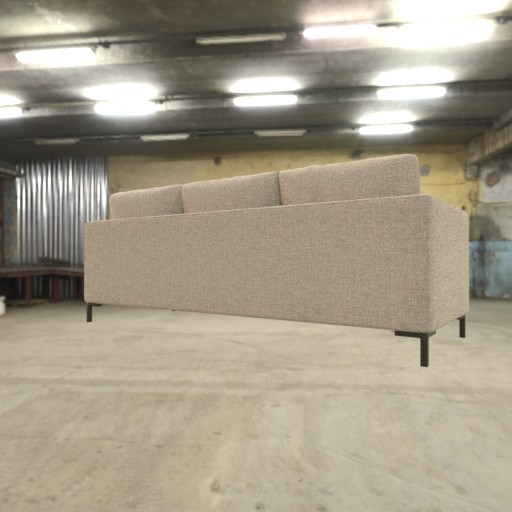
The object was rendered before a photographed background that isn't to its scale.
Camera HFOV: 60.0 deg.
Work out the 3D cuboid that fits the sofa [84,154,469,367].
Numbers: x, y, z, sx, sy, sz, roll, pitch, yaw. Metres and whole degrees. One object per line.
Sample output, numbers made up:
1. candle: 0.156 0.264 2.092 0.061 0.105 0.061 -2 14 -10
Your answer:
1. sofa: 0.000 0.000 2.667 2.218 0.874 0.859 0 -1 35
